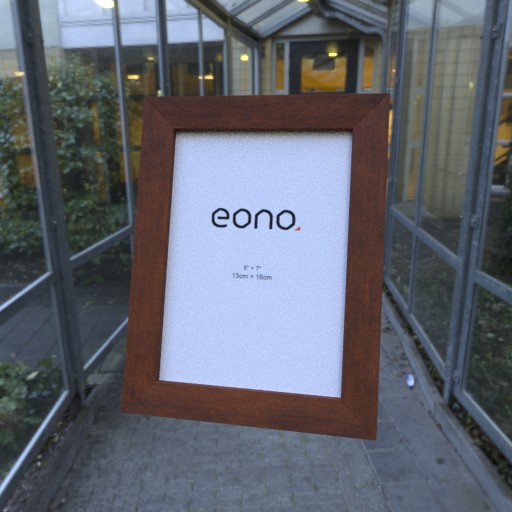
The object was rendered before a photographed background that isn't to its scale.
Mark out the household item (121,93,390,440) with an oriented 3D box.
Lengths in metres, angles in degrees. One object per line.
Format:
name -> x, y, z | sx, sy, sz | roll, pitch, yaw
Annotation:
household item -> 0.000, 0.000, 0.293 | 0.160, 0.204, 0.096 | 3, 16, 10
